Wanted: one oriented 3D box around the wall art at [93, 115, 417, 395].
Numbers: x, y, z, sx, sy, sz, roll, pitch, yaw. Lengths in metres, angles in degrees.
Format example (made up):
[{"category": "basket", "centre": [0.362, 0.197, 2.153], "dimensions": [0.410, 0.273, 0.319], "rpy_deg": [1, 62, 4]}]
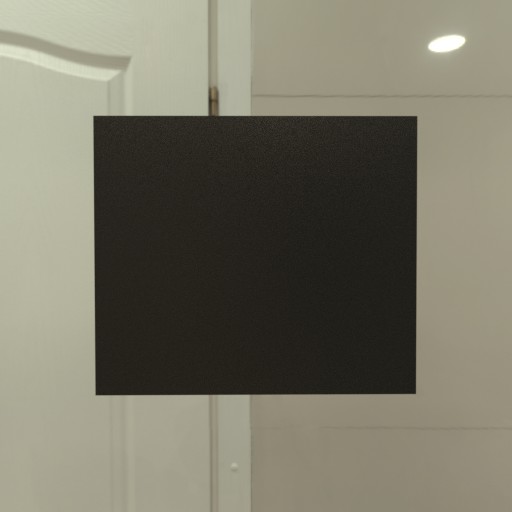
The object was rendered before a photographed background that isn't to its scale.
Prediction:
[{"category": "wall art", "centre": [0.000, 0.000, 0.532], "dimensions": [0.383, 0.332, 0.012], "rpy_deg": [0, 1, 0]}]
